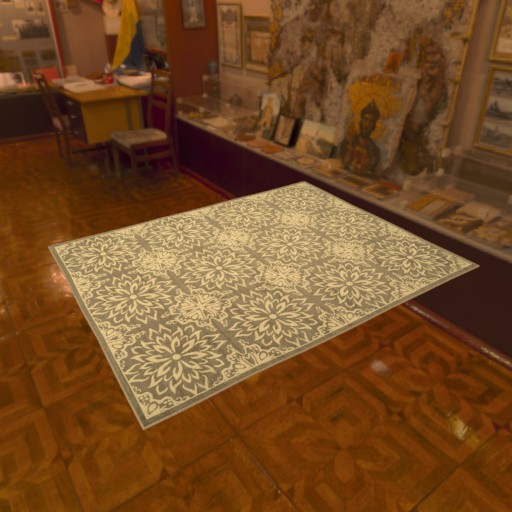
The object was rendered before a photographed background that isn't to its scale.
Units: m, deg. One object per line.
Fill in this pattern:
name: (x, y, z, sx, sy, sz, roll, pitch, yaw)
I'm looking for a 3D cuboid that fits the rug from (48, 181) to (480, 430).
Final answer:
rug: (0.000, 0.000, 3.889, 2.980, 0.012, 2.363, -19, 35, -28)
